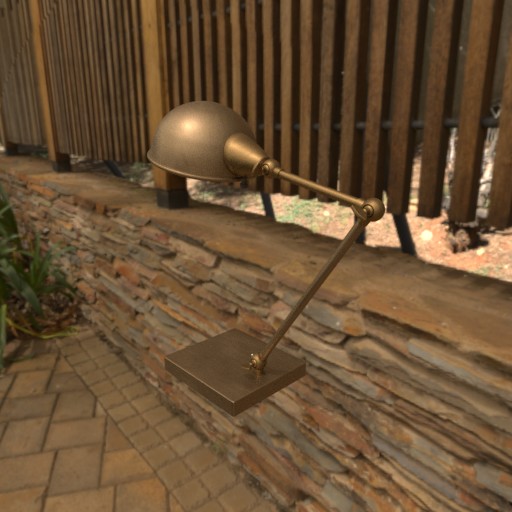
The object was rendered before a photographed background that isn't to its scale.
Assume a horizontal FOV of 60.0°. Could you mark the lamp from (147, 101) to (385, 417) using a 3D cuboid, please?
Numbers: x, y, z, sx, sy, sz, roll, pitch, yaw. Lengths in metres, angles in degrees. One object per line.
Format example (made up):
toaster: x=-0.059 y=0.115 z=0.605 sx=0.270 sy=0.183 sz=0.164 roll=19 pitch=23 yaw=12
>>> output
lamp: x=0.000 y=0.000 z=0.551 sx=0.149 sy=0.371 sz=0.339 roll=-15 pitch=22 yaw=-42
